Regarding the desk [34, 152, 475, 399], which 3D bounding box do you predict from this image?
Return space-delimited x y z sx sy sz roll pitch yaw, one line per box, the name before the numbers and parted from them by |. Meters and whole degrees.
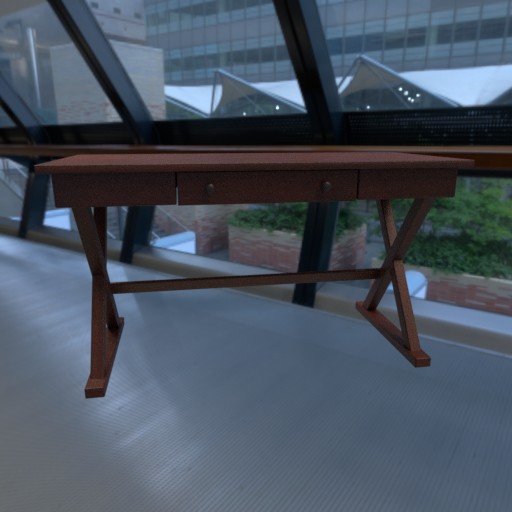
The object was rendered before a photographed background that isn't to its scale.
desk | 0.000 0.000 1.745 1.372 0.761 0.600 -3 16 -9
